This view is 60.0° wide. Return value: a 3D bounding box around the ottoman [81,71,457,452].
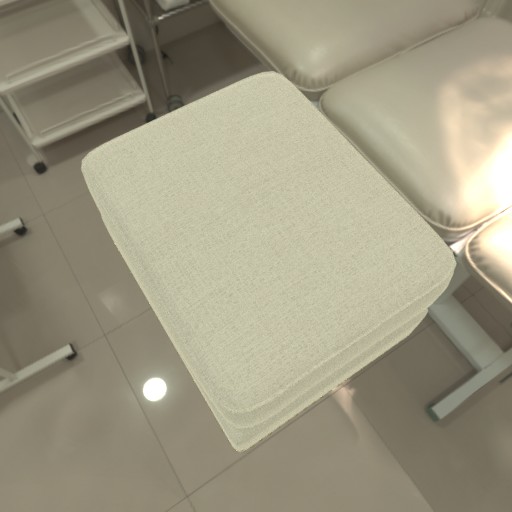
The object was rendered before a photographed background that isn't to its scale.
[{"bbox_3d":[0.000,0.000,1.149,0.589,0.537,0.738,-30,67,-14],"label":"ottoman"}]
